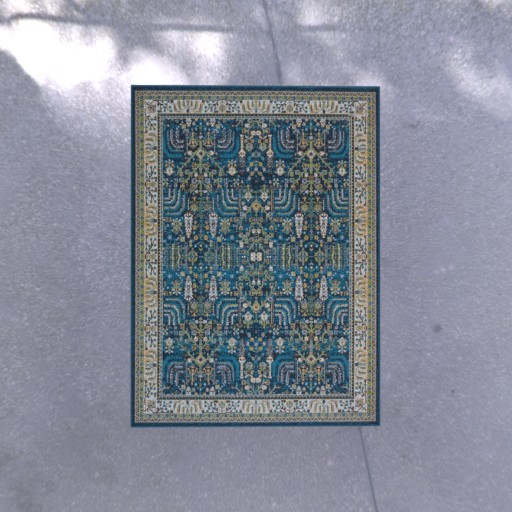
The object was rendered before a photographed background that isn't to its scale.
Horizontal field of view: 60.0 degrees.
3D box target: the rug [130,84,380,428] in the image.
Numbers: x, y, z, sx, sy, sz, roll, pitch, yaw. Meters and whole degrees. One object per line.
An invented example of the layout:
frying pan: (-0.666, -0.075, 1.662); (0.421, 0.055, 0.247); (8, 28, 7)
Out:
rug: (0.000, 0.000, 3.951); (2.226, 0.015, 3.044); (0, 90, -1)
